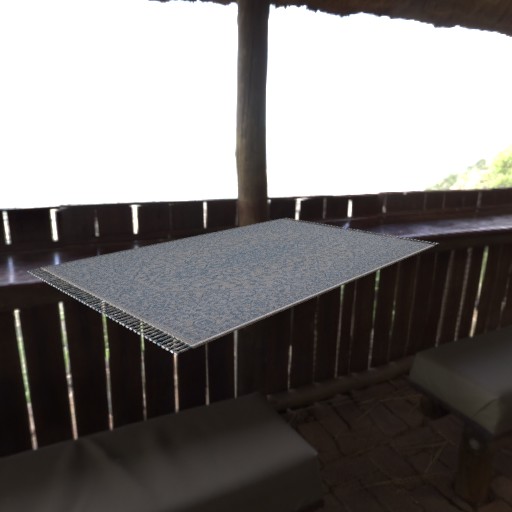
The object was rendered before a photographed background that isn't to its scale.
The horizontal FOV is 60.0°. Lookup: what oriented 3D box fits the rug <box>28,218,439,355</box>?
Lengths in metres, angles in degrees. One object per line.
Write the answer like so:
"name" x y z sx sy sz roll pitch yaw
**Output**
"rug" 0.000 0.000 3.035 1.524 0.010 2.438 14 21 42
